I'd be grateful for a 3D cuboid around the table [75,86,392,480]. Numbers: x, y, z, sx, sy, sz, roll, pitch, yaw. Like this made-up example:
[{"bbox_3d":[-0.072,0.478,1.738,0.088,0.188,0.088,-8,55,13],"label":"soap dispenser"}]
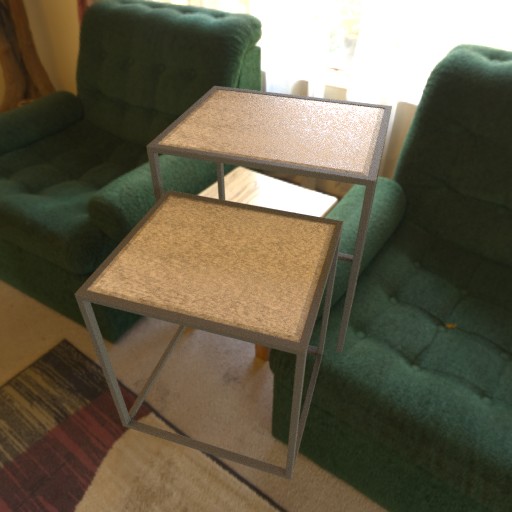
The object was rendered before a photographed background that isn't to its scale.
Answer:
[{"bbox_3d":[0.000,0.000,1.122,0.508,0.540,0.788,12,41,13],"label":"table"}]
